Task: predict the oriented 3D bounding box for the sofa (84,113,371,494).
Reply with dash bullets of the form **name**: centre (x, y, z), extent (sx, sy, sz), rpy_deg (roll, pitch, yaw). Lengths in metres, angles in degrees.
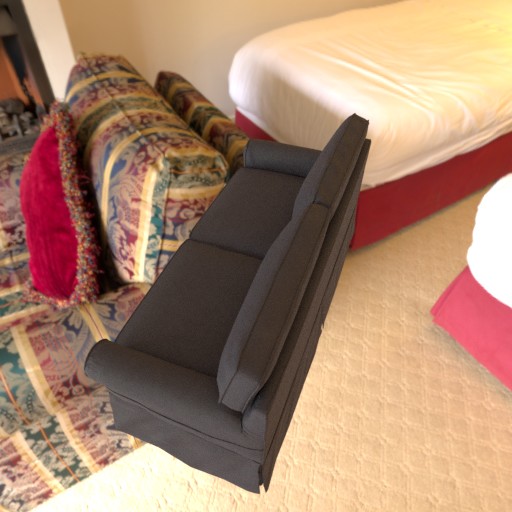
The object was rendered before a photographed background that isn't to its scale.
- **sofa**: centre (0.000, 0.000, 2.770), extent (0.983, 1.094, 2.256), rpy_deg (15, 47, 15)
